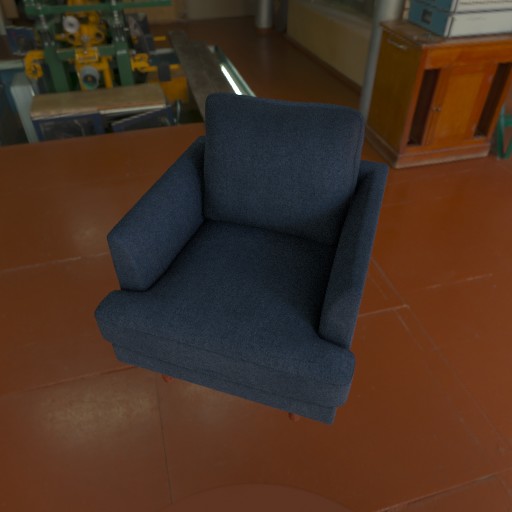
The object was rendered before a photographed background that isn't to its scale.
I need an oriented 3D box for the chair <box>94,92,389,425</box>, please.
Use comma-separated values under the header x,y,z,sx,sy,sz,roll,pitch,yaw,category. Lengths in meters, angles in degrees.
x,y,z,sx,sy,sz,roll,pitch,yaw,category
0.000,0.000,1.657,0.858,0.957,0.899,12,43,14,chair
